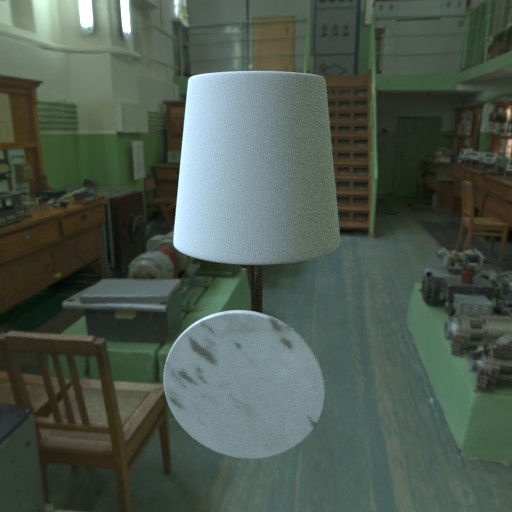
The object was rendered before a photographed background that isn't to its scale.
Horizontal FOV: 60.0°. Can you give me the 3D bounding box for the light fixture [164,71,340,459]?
[{"bbox_3d":[0.000,0.000,0.451,0.168,0.337,0.188,2,16,7],"label":"light fixture"}]
